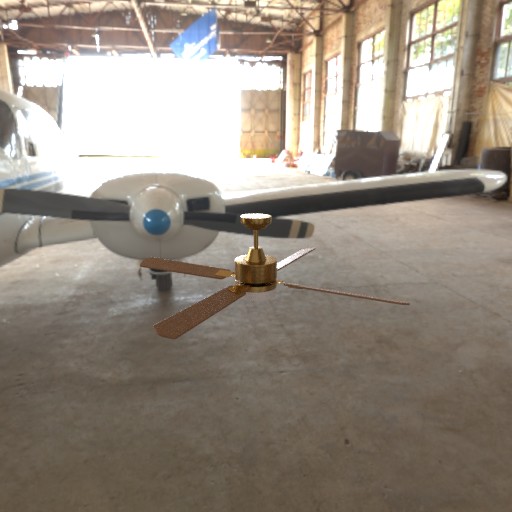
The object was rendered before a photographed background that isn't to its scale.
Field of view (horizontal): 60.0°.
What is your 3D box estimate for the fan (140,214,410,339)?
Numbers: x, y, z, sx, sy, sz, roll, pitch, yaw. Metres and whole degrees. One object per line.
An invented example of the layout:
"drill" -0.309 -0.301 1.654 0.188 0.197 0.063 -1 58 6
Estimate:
"fan" 0.000 0.000 1.955 1.320 0.355 1.320 8 16 27
